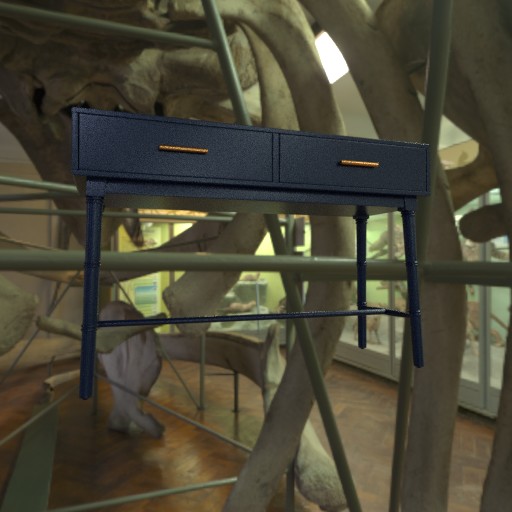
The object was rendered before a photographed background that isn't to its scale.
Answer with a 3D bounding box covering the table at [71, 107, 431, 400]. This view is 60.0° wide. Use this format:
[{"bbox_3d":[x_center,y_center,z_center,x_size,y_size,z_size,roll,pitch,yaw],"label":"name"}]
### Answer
[{"bbox_3d":[0.000,0.000,1.474,1.118,0.749,0.399,0,-1,-19],"label":"table"}]
